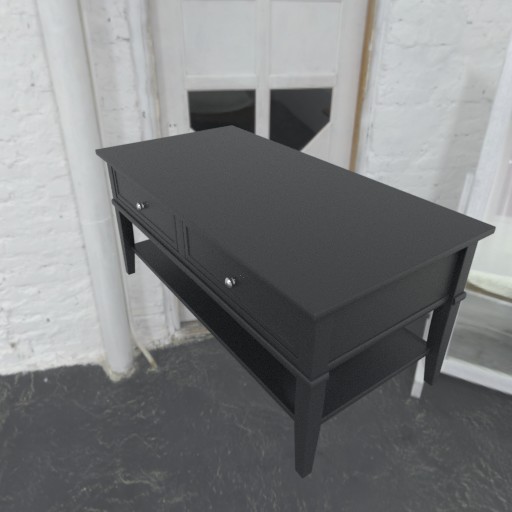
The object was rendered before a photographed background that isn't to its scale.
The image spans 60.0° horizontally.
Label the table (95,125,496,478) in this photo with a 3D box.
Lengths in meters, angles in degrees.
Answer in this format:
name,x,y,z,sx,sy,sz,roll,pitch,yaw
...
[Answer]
name,x,y,z,sx,sy,sz,roll,pitch,yaw
table,0.000,0.000,1.305,0.523,0.470,1.044,-20,36,-30
